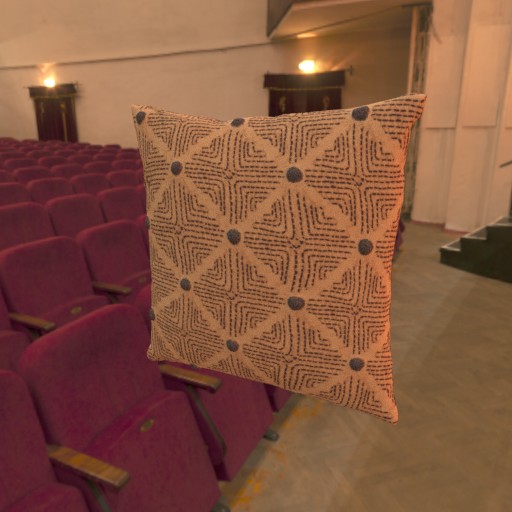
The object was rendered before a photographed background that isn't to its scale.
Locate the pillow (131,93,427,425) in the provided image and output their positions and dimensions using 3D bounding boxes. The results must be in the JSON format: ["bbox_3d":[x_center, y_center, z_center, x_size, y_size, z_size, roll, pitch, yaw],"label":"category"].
[{"bbox_3d":[0.000,0.000,0.761,0.510,0.510,0.145,7,17,25],"label":"pillow"}]
